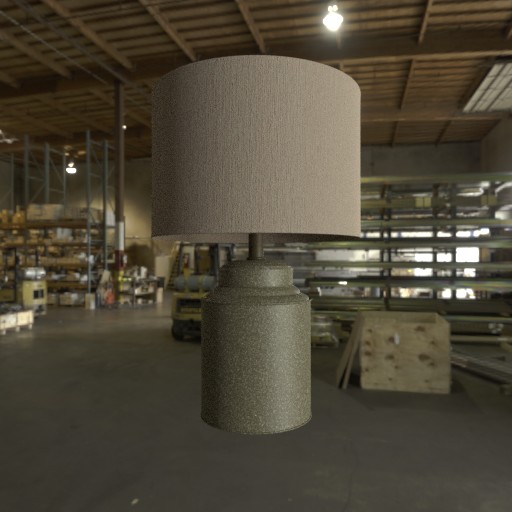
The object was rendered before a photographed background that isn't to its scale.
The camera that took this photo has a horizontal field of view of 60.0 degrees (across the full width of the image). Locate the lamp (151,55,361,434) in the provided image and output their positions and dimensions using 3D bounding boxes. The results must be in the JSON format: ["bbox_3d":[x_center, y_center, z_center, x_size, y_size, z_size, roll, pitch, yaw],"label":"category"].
[{"bbox_3d":[0.000,0.000,0.689,0.318,0.486,0.318,0,-1,0],"label":"lamp"}]
